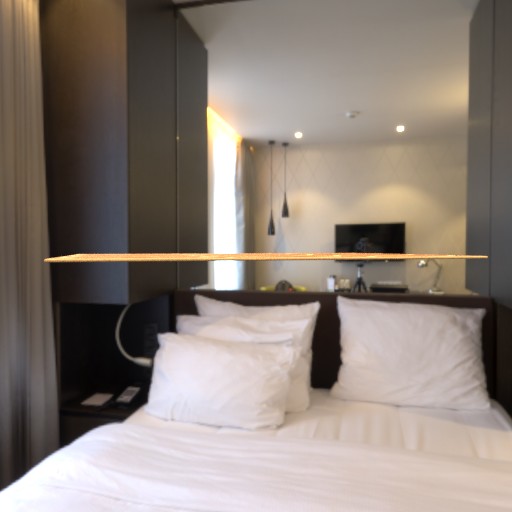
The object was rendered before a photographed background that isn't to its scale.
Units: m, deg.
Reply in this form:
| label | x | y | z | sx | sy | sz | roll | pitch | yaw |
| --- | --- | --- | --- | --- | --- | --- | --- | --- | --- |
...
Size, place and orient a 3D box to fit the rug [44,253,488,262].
| label | x | y | z | sx | sy | sz | roll | pitch | yaw |
| --- | --- | --- | --- | --- | --- | --- | --- | --- | --- |
| rug | 0.000 | 0.000 | 2.887 | 2.290 | 0.014 | 1.526 | 0 | 1 | -17 |
